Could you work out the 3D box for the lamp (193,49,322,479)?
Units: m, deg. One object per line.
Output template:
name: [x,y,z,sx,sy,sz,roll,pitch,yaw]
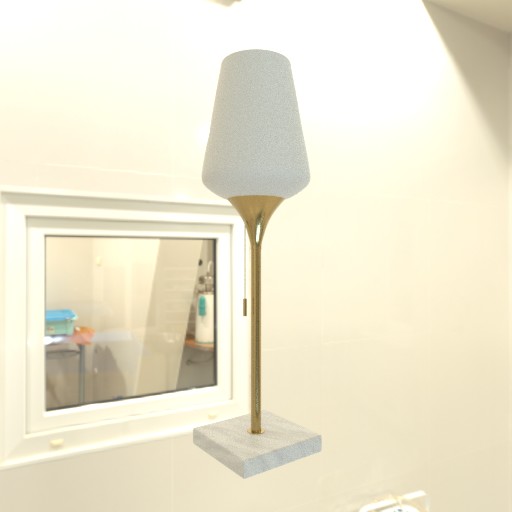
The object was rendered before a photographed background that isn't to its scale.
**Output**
lamp: [0.000,0.000,0.740,0.181,0.639,0.181,0,0,-36]
